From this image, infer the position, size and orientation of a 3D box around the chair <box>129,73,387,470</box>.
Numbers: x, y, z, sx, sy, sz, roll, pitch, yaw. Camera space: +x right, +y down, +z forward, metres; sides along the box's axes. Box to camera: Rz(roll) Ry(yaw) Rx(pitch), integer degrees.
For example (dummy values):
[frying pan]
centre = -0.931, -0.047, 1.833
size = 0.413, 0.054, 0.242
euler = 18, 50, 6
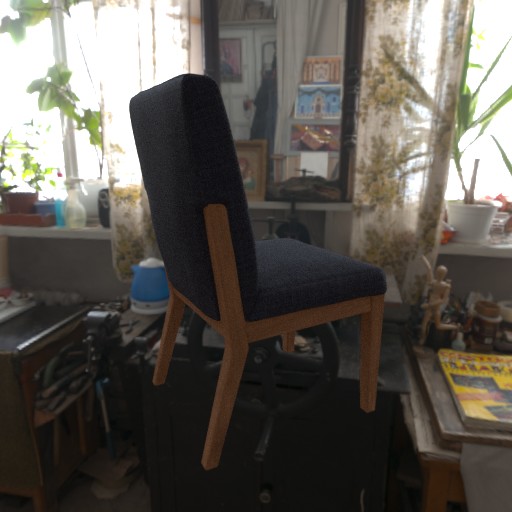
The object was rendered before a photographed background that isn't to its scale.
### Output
[chair]
centre = 0.000, 0.000, 1.293
size = 0.586, 0.911, 0.507
euler = -7, 15, -27
